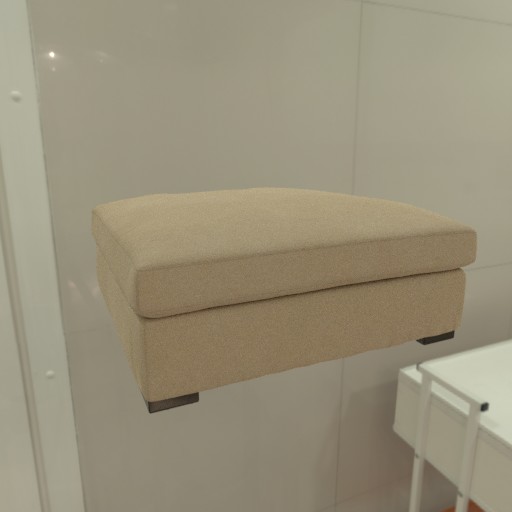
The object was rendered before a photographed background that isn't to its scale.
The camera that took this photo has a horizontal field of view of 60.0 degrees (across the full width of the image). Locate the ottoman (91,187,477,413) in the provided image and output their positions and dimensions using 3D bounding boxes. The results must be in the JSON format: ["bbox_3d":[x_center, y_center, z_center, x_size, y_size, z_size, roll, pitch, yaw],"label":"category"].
[{"bbox_3d":[0.000,0.000,1.858,1.205,0.522,1.190,-7,16,-24],"label":"ottoman"}]
